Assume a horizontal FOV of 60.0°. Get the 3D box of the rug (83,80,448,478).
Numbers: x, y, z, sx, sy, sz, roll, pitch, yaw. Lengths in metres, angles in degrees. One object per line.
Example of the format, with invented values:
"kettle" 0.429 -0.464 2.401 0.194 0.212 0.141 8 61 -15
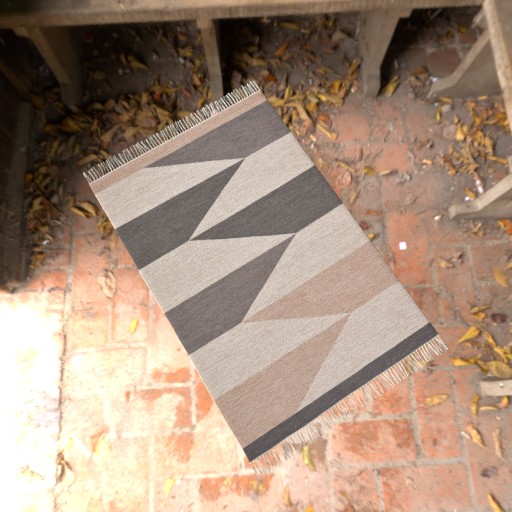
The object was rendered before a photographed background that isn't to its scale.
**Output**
"rug" 0.000 0.000 2.549 1.224 0.027 2.021 -31 77 -8
